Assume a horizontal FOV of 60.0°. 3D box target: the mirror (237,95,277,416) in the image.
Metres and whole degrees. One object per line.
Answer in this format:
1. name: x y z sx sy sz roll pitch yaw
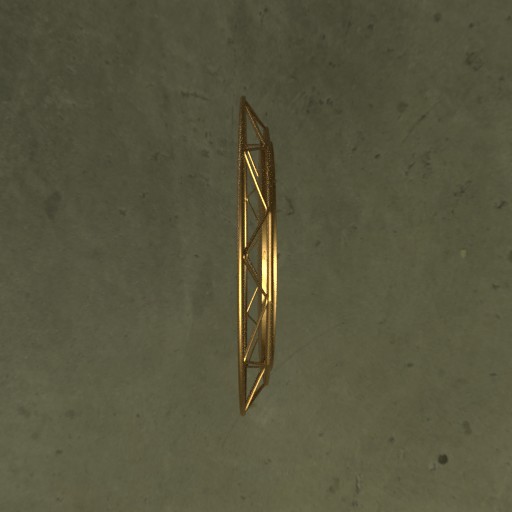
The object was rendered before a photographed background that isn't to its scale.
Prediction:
1. mirror: 0.000 0.000 0.666 0.043 0.454 0.454 0 90 -1
